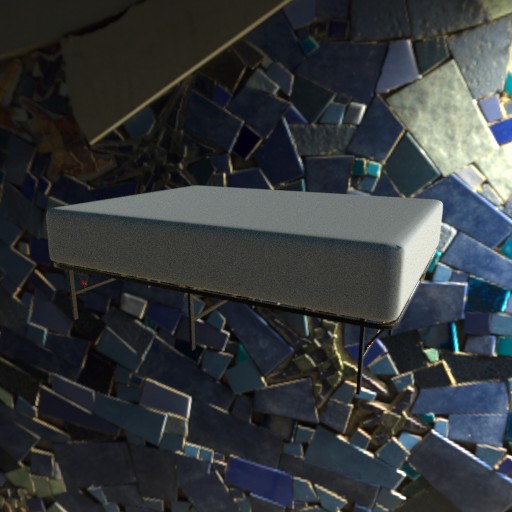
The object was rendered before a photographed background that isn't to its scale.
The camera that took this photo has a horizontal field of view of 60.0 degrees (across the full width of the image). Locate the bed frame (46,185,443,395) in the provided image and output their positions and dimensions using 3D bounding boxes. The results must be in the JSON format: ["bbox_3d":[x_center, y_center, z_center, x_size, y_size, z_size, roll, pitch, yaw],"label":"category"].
[{"bbox_3d":[0.000,0.000,2.846,2.037,0.677,1.528,8,17,27],"label":"bed frame"}]
